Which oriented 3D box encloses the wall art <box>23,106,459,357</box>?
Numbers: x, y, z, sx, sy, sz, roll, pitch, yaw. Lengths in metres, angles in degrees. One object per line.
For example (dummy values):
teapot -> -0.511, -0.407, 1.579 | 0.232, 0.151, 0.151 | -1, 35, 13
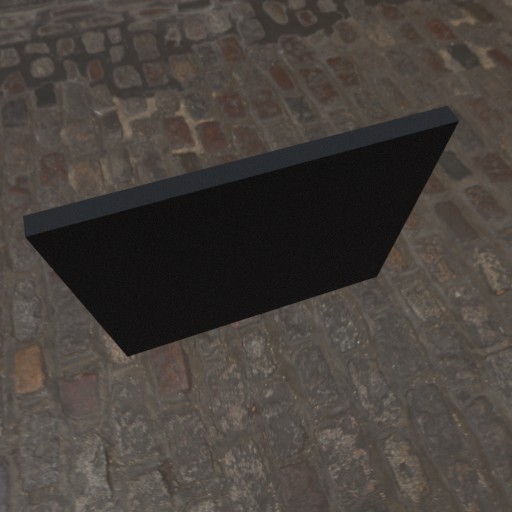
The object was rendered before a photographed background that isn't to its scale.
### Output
wall art -> 0.000, 0.000, 0.747 | 0.558, 0.457, 0.031 | -17, 62, -9
